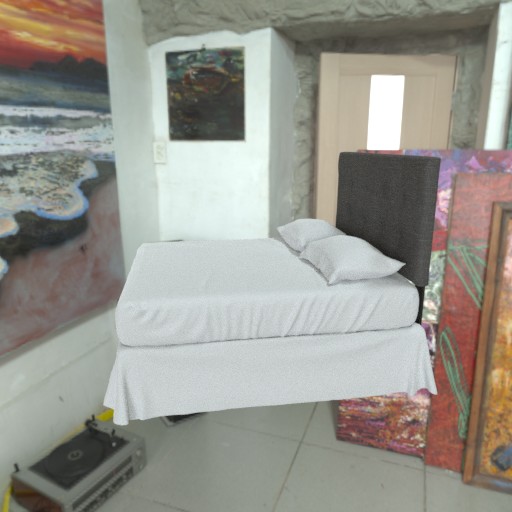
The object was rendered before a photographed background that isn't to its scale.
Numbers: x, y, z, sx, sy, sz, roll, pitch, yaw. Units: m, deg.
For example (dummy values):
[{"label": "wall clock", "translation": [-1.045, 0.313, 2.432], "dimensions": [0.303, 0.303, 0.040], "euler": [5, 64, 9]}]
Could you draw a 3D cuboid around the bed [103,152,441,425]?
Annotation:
[{"label": "bed", "translation": [0.000, 0.000, 3.517], "dimensions": [2.222, 1.577, 1.936], "euler": [-2, 15, -9]}]
